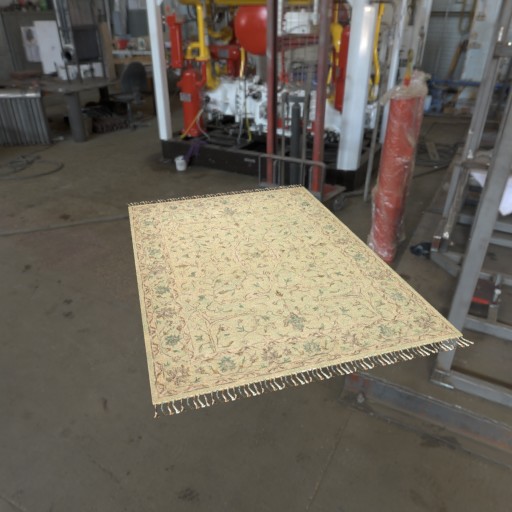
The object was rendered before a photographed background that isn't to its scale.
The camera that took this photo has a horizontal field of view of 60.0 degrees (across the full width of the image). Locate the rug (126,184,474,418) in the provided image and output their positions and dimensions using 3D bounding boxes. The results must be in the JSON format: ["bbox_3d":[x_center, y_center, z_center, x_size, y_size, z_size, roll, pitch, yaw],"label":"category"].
[{"bbox_3d":[0.000,0.000,2.315,1.247,0.008,1.802,-9,31,-14],"label":"rug"}]
